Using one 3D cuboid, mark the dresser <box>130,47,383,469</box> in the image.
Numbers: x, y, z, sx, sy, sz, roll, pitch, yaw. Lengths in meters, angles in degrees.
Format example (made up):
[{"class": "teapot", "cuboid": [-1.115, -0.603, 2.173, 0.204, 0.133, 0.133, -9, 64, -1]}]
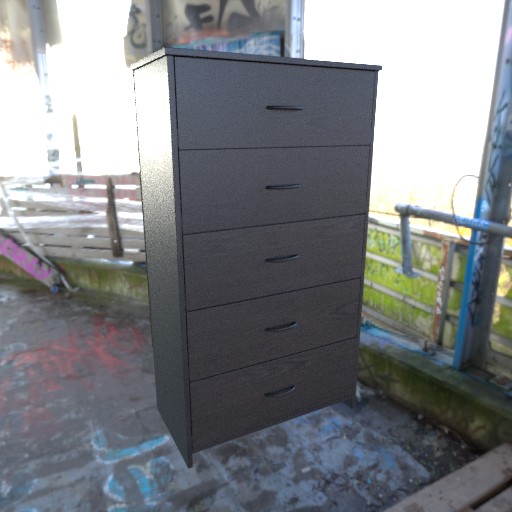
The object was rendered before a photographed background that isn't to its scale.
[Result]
[{"class": "dresser", "cuboid": [0.000, 0.000, 1.574, 0.704, 1.254, 0.418, -8, 18, -27]}]
